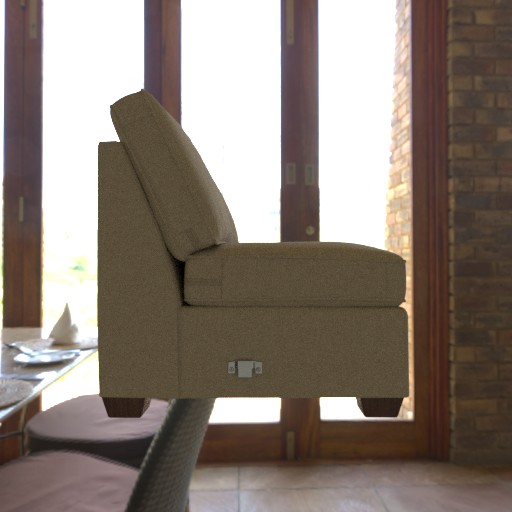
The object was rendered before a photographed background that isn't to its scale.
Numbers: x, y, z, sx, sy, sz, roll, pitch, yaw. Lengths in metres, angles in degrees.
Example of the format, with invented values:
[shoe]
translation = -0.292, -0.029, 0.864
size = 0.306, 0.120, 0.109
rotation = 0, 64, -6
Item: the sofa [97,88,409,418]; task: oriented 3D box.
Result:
[sofa]
translation = 0.000, 0.000, 1.932
size = 0.951, 1.008, 1.237
rotation = 0, -1, 1
